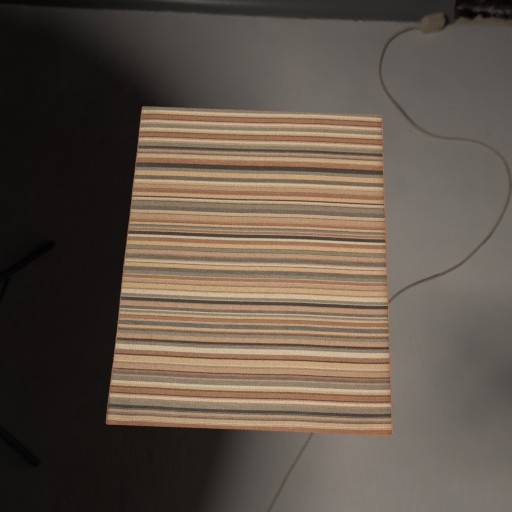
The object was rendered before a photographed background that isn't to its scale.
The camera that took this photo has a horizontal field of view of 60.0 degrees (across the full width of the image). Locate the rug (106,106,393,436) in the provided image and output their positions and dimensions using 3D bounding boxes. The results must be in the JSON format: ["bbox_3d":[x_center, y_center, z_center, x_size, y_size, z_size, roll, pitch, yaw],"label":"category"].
[{"bbox_3d":[0.000,0.000,4.124,2.436,0.011,3.045,2,76,1],"label":"rug"}]
